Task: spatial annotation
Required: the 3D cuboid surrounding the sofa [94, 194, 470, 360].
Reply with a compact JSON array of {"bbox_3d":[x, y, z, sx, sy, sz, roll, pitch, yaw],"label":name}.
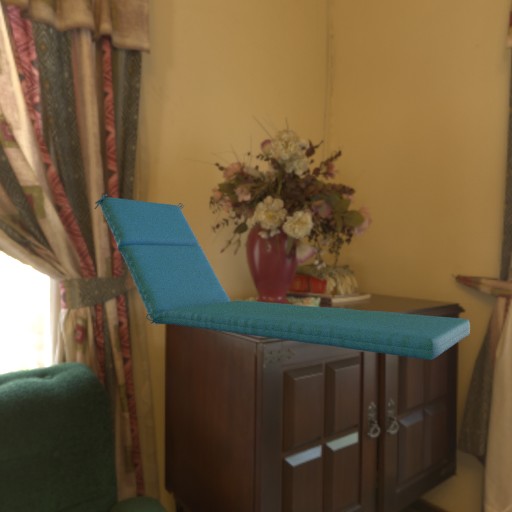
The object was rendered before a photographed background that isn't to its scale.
[{"bbox_3d":[0.000,0.000,1.975,1.663,0.622,0.582,0,0,37],"label":"sofa"}]
